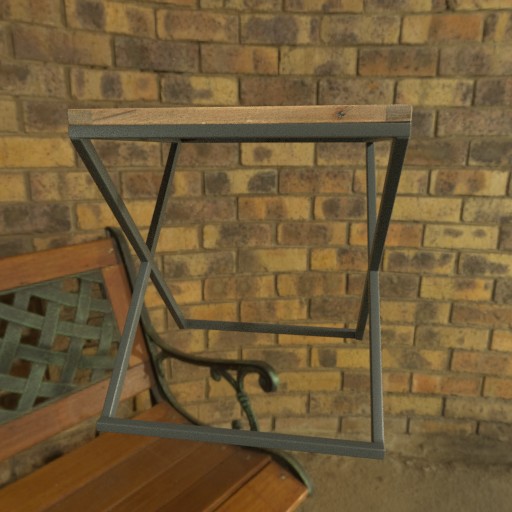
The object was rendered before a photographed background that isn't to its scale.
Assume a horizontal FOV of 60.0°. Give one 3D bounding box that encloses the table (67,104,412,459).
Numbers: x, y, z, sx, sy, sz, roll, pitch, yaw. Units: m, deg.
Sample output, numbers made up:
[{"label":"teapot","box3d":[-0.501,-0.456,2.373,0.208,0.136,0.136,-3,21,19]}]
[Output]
[{"label":"table","box3d":[0.000,0.000,0.926,0.499,0.550,0.498,2,14,9]}]
